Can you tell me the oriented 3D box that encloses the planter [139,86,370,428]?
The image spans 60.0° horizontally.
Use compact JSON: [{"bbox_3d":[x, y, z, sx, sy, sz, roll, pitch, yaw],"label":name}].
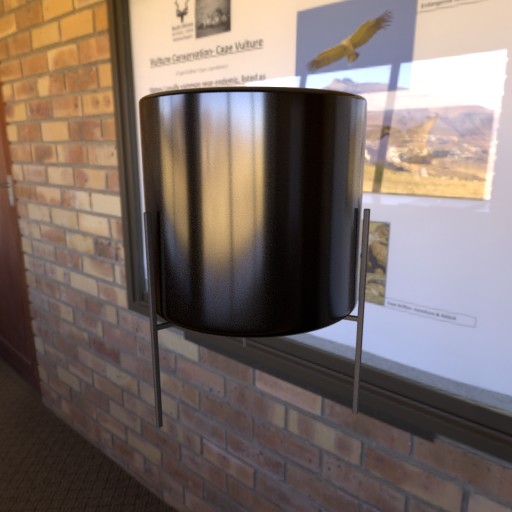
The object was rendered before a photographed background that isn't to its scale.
[{"bbox_3d":[0.000,0.000,0.651,0.310,0.432,0.310,2,14,8],"label":"planter"}]
